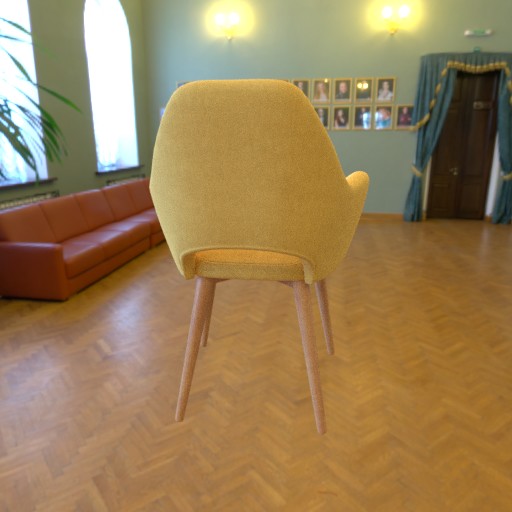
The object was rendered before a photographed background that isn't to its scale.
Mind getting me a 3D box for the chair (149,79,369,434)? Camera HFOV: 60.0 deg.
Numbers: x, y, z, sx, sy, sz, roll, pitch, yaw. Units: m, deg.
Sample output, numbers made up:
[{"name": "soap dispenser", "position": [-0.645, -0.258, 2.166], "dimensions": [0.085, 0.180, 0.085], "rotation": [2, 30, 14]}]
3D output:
[{"name": "chair", "position": [0.000, 0.000, 1.217], "dimensions": [0.590, 0.840, 0.610], "rotation": [2, 15, 8]}]
